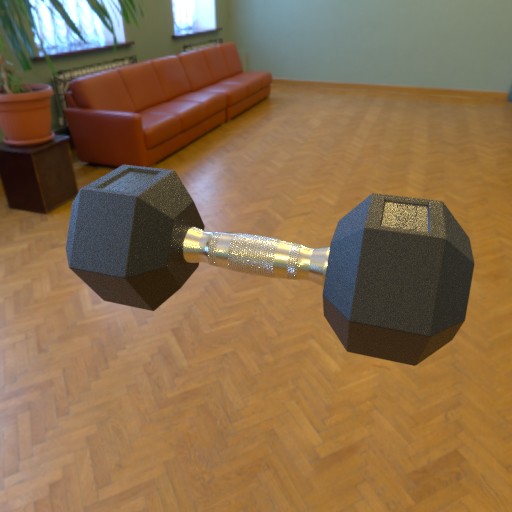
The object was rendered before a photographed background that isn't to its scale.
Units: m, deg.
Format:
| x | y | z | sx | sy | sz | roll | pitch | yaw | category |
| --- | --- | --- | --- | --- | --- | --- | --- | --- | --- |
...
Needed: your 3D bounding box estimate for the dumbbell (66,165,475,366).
| x | y | z | sx | sy | sz | roll | pitch | yaw | category |
| --- | --- | --- | --- | --- | --- | --- | --- | --- | --- |
| 0.000 | 0.000 | 0.414 | 0.356 | 0.123 | 0.141 | 9 | 32 | 15 | dumbbell |
